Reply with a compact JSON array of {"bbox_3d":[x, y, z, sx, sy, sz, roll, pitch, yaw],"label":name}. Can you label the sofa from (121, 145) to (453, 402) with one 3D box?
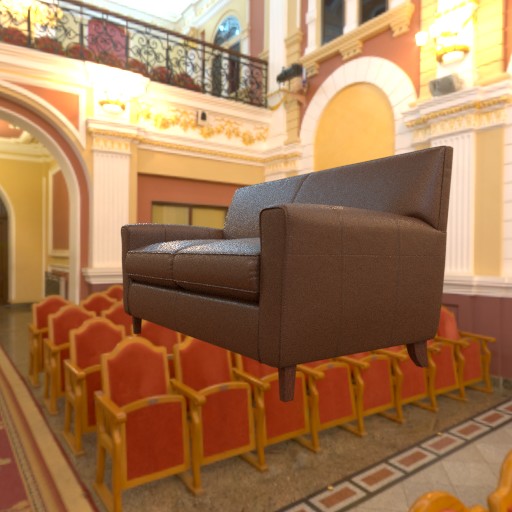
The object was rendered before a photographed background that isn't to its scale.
[{"bbox_3d":[0.000,0.000,2.075,0.853,0.859,1.468,-1,1,-35],"label":"sofa"}]
